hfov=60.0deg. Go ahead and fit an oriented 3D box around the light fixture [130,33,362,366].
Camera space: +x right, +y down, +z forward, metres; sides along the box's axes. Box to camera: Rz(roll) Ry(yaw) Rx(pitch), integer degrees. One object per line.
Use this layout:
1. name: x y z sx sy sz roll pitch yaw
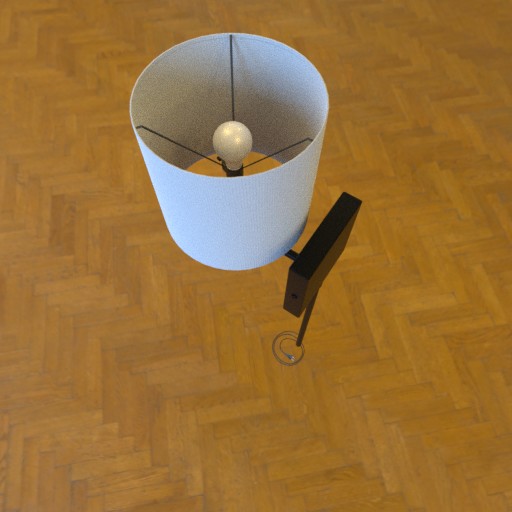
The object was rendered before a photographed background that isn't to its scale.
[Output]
1. light fixture: 0.000 0.000 0.674 0.248 0.589 0.188 31 67 15
